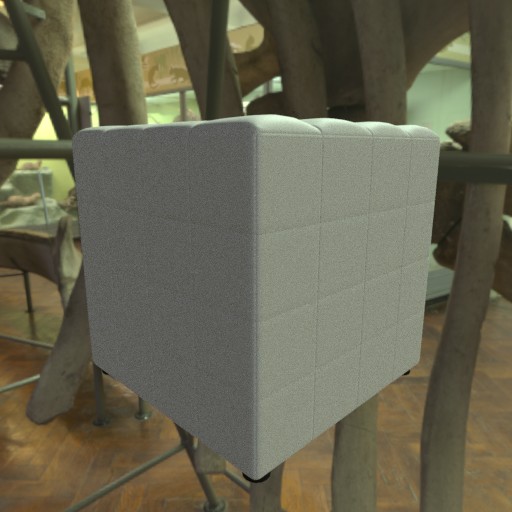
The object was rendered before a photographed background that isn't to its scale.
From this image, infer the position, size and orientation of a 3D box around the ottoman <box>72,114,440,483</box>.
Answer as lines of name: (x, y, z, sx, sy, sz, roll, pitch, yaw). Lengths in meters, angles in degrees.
ottoman: (0.000, 0.000, 0.760, 0.425, 0.432, 0.425, -13, 19, -43)
